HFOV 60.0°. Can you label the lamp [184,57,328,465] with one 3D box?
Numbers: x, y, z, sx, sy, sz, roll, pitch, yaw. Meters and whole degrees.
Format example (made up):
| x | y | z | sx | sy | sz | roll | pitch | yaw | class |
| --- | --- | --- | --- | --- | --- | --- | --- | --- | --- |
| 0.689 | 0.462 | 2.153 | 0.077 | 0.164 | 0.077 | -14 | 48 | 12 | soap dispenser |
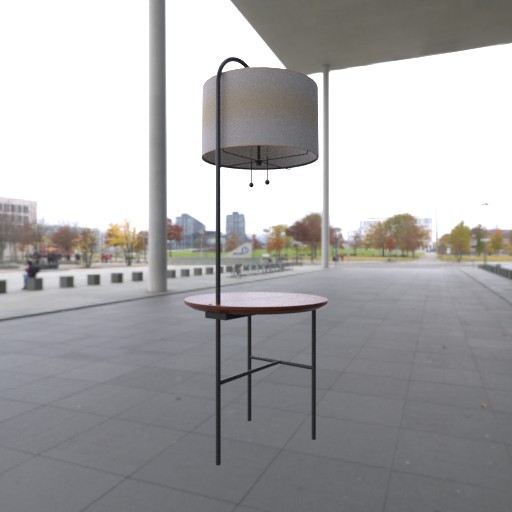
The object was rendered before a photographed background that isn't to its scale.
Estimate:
| x | y | z | sx | sy | sz | roll | pitch | yaw | class |
| --- | --- | --- | --- | --- | --- | --- | --- | --- | --- |
| 0.000 | 0.000 | 1.793 | 0.573 | 1.517 | 0.573 | 0 | 0 | 0 | lamp |
